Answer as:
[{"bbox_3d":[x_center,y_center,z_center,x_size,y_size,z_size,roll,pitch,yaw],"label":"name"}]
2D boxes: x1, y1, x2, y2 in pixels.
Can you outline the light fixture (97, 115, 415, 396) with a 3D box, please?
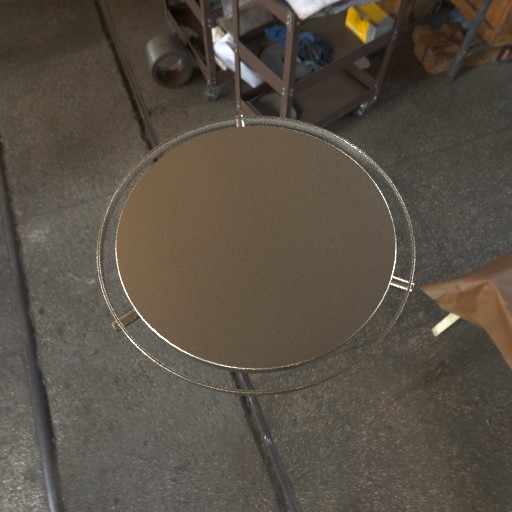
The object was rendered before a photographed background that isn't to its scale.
[{"bbox_3d":[0.000,0.000,0.562,0.361,0.130,0.361,0,62,0],"label":"light fixture"}]
